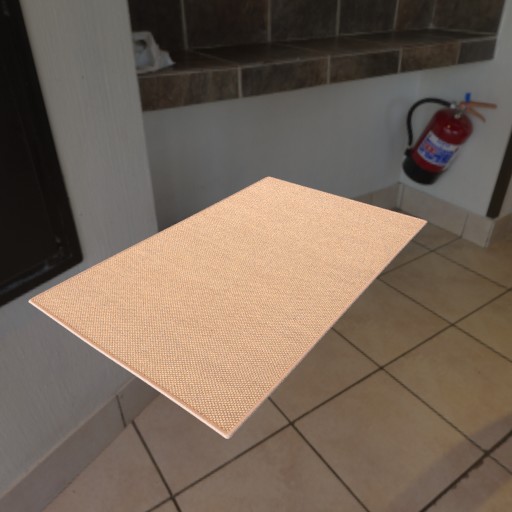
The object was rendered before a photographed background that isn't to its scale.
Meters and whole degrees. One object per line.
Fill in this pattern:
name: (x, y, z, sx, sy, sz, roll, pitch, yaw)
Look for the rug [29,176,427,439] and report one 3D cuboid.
rug: (0.000, 0.000, 2.097, 1.067, 0.013, 1.676, 22, 38, 31)
